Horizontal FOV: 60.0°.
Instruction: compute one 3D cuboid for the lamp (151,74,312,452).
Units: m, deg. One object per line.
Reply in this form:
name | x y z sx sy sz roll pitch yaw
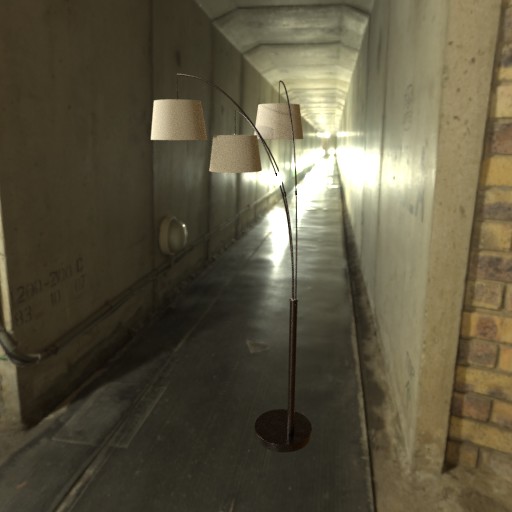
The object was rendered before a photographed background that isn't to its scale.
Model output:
lamp | 0.000 0.000 2.513 0.951 1.950 0.924 -8 17 -27
